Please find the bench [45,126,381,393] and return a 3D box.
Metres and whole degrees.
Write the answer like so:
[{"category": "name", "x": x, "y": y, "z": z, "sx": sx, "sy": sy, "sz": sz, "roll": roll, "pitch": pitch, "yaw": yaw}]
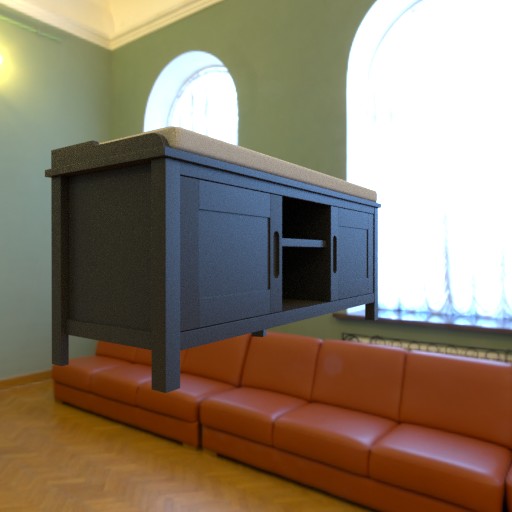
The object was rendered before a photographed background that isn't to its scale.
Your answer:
[{"category": "bench", "x": 0.000, "y": 0.000, "z": 1.383, "sx": 0.398, "sy": 0.501, "sz": 1.140, "roll": 0, "pitch": 0, "yaw": 35}]
